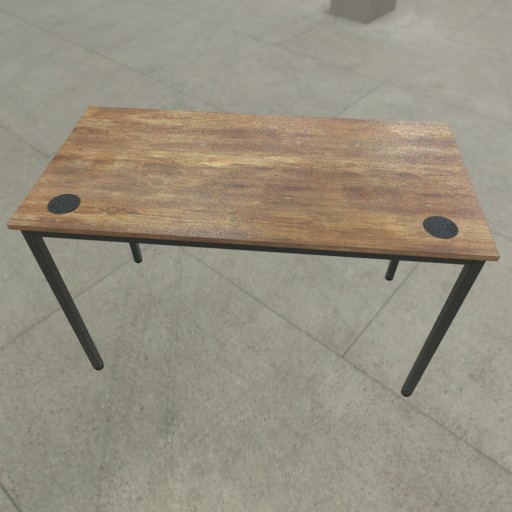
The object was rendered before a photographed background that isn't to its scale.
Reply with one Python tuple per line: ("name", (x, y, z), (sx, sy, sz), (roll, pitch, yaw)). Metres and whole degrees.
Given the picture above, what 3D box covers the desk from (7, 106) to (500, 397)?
("desk", (0.000, 0.000, 1.545), (1.200, 0.749, 0.600), (4, 47, 4))
